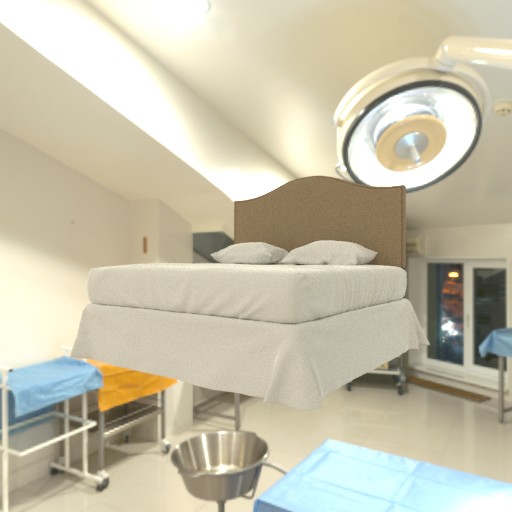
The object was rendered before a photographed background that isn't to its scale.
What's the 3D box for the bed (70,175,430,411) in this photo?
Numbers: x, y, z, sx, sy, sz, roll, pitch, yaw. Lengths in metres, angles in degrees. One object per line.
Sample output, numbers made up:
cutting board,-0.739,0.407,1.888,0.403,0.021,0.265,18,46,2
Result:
bed,0.000,0.000,3.786,2.311,1.651,2.222,0,0,36
